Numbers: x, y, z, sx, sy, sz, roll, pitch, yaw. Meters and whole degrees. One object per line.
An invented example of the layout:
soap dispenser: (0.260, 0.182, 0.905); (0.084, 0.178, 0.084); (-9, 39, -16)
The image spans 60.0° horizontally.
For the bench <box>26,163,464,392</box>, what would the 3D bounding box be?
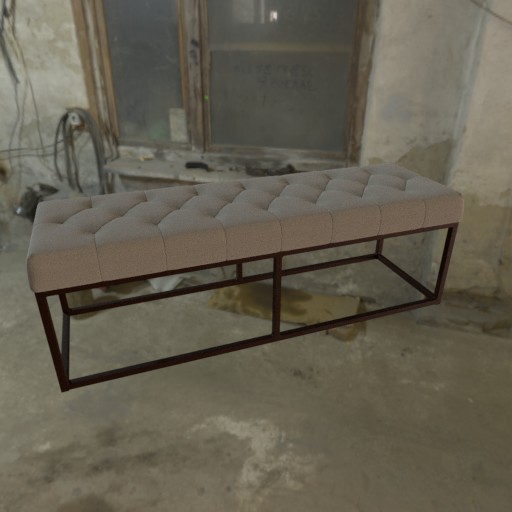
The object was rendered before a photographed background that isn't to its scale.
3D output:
bench: (0.000, 0.000, 1.686); (1.488, 0.488, 0.479); (-10, 29, -18)
